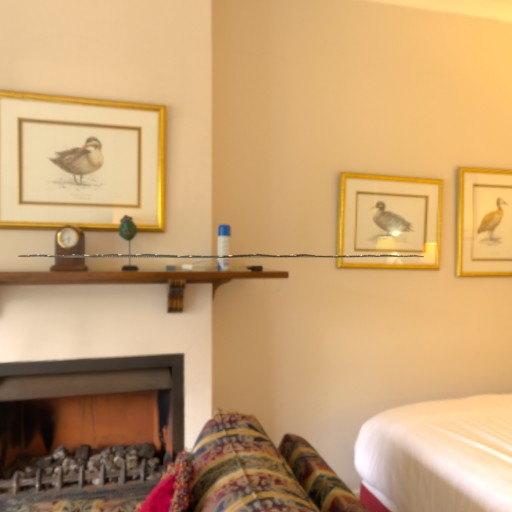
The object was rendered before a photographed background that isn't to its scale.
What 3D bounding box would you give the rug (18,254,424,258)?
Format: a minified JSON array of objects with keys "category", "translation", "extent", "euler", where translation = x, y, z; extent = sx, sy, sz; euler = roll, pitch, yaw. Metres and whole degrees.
[{"category":"rug","translation":[0.000,0.000,3.021],"extent":[1.529,0.017,2.448],"euler":[0,0,37]}]
